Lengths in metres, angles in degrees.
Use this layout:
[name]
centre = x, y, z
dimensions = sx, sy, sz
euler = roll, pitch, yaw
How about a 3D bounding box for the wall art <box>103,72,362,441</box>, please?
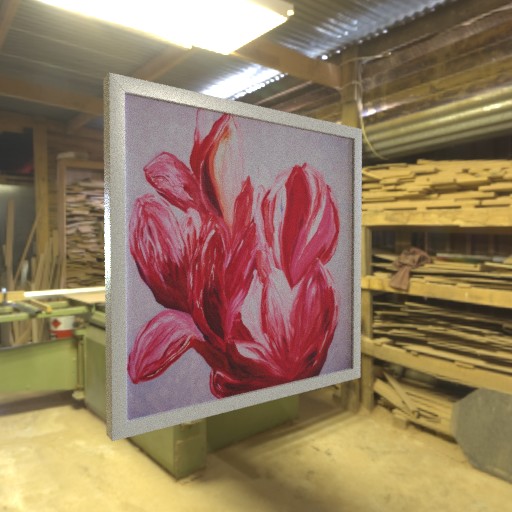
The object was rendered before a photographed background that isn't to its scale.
[wall art]
centre = 0.000, 0.000, 0.686
dimensions = 0.455, 0.453, 0.023
euler = -1, 2, -35
